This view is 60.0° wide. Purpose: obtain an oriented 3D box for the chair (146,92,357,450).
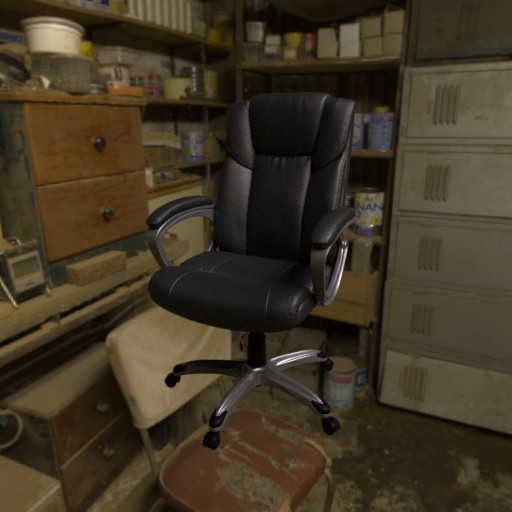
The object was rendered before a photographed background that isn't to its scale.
[{"bbox_3d":[0.000,0.000,1.578,0.721,1.130,0.719,8,18,26],"label":"chair"}]
